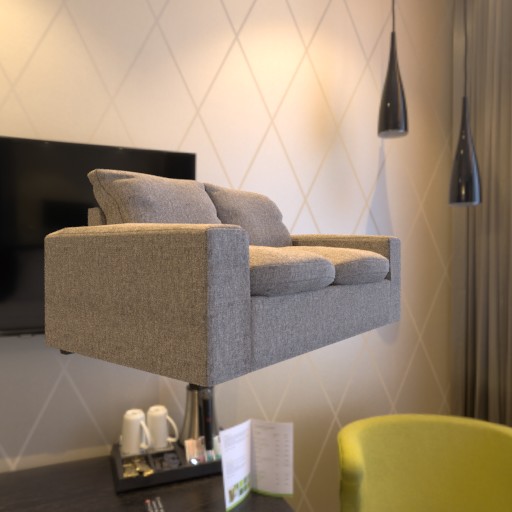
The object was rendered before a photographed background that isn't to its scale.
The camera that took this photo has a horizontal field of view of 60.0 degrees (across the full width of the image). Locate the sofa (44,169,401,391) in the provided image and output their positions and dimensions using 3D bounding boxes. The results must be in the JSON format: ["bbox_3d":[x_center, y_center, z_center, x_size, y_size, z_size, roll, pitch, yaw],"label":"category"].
[{"bbox_3d":[0.000,0.000,2.387,1.094,0.877,1.758,1,1,38],"label":"sofa"}]
